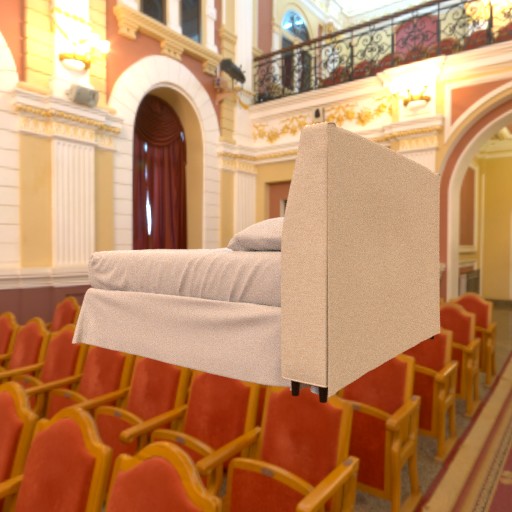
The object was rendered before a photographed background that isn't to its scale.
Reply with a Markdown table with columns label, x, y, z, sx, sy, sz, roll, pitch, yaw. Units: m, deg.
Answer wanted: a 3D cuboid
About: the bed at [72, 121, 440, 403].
| label | x | y | z | sx | sy | sz | roll | pitch | yaw |
| --- | --- | --- | --- | --- | --- | --- | --- | --- | --- |
| bed | 0.000 | 0.000 | 3.455 | 2.276 | 1.332 | 1.925 | 1 | 1 | 37 |
